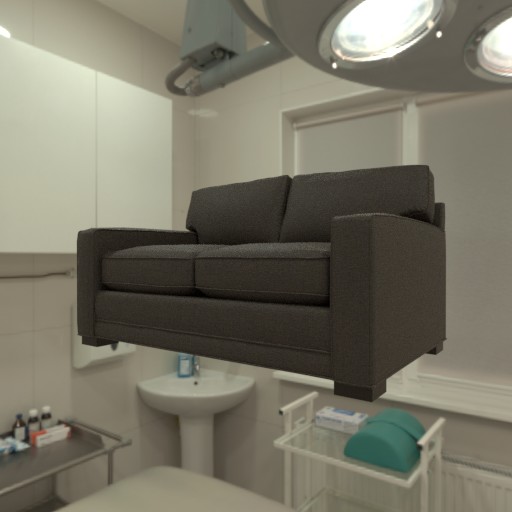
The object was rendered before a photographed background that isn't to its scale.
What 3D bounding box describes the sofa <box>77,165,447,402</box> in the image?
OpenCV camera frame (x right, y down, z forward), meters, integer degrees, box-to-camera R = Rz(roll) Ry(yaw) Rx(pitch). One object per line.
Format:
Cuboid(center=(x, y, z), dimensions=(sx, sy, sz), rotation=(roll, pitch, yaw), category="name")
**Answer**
Cuboid(center=(0.000, 0.000, 2.151), dimensions=(1.534, 0.887, 0.974), rotation=(0, 0, 36), category="sofa")
